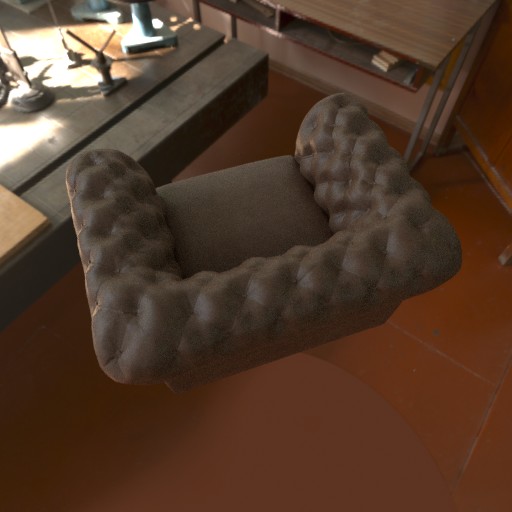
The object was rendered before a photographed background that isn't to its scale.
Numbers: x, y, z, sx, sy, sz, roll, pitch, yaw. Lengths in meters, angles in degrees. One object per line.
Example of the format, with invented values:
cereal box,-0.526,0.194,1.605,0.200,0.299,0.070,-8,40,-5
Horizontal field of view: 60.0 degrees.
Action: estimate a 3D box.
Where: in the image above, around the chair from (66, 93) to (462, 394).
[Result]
chair,0.000,0.000,1.870,1.298,0.784,0.954,-16,58,-10
